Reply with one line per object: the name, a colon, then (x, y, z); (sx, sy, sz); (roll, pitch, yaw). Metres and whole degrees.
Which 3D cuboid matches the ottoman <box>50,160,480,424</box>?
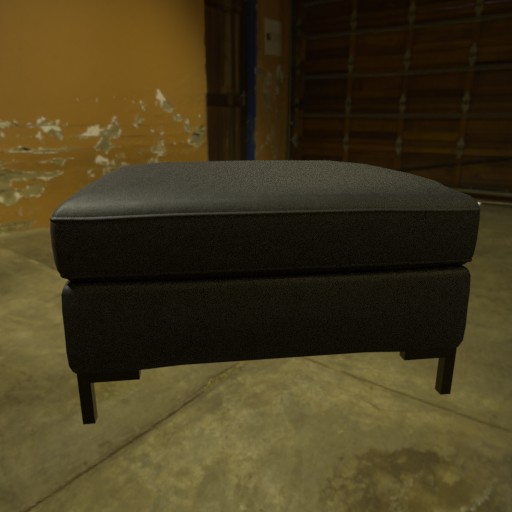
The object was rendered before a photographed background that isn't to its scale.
ottoman: (0.000, 0.000, 1.697); (1.187, 0.696, 0.967); (-2, 16, -7)
